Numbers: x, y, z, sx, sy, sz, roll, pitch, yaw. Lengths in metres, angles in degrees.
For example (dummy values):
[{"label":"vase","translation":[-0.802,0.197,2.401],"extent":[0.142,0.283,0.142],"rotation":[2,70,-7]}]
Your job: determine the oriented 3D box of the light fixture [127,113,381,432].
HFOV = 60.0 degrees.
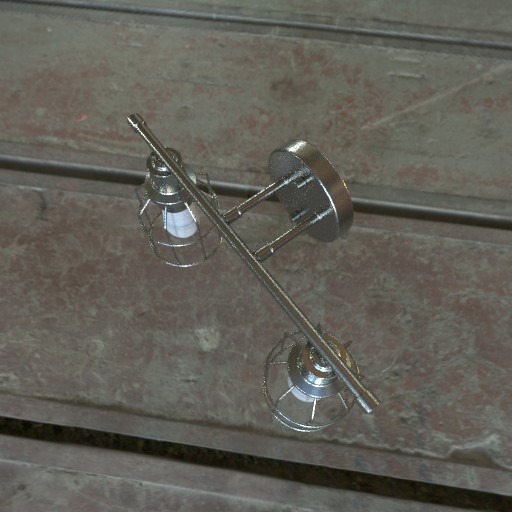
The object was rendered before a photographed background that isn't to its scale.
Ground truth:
[{"label":"light fixture","translation":[0.000,0.000,0.522],"extent":[0.165,0.254,0.406],"rotation":[-35,70,-15]}]
